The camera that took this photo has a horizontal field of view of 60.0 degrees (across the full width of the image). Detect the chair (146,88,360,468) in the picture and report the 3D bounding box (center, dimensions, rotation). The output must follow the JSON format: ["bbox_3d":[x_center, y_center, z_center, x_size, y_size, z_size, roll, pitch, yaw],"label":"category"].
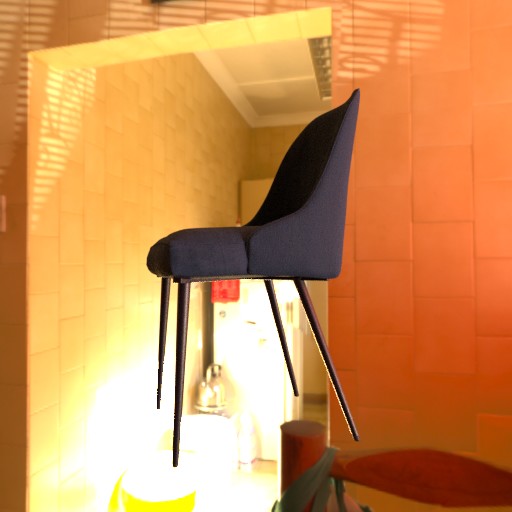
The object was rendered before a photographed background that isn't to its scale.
[{"bbox_3d":[0.000,0.000,1.201,0.559,0.896,0.478,0,-1,-18],"label":"chair"}]
